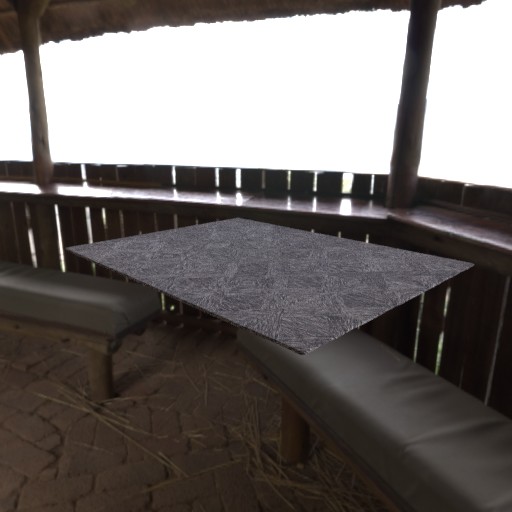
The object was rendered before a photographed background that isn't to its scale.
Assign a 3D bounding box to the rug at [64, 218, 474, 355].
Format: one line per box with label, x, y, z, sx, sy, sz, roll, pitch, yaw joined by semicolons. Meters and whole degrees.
rug;0.000;0.000;4.305;2.448;0.017;3.204;-15;21;-43
